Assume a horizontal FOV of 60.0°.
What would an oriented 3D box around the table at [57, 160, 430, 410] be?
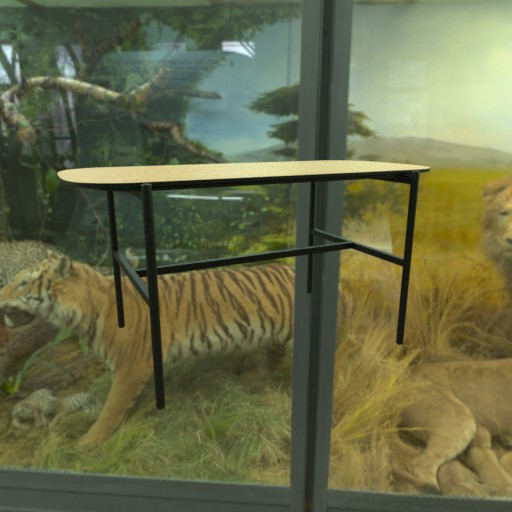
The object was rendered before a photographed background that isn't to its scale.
[{"bbox_3d":[0.000,0.000,1.029,0.800,0.400,0.400,-8,17,-25],"label":"table"}]
